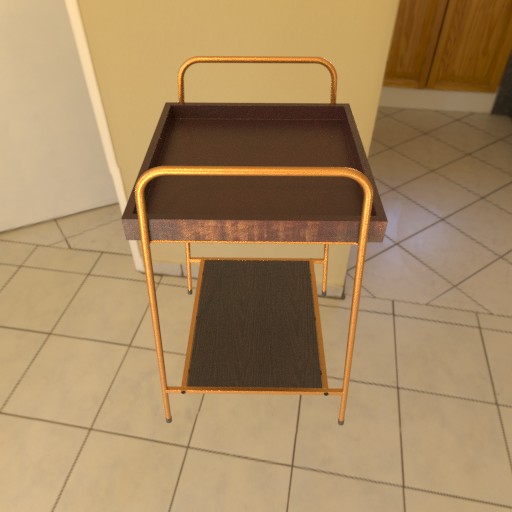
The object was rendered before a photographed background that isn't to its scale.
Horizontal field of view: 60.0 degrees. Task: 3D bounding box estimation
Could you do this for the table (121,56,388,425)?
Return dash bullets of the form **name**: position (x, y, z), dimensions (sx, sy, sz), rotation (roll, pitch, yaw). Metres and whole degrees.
- **table**: position (0.000, 0.000, 0.982), dimensions (0.430, 0.710, 0.430), rotation (1, 43, 1)
